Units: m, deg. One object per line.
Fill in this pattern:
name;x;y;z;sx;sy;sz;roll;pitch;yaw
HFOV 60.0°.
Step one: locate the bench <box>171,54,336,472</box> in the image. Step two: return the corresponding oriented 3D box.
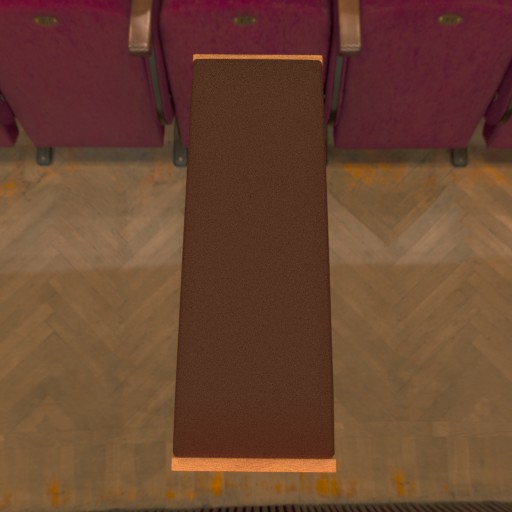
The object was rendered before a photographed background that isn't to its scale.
bench;0.000;0.000;1.436;0.405;0.480;1.200;1;75;0
